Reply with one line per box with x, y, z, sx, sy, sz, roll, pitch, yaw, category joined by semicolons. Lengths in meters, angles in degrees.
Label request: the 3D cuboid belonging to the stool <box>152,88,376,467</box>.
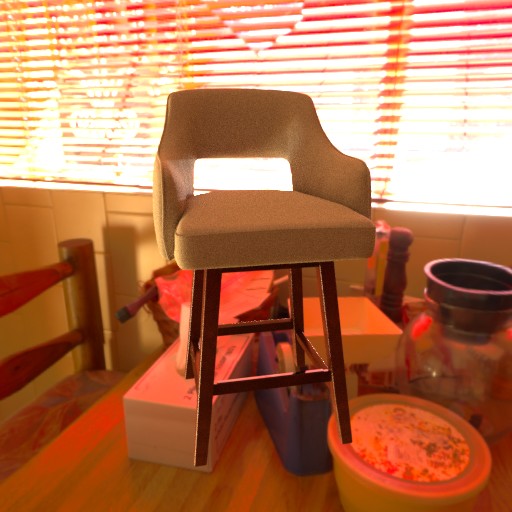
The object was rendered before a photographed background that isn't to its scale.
0.000;0.000;1.261;0.550;0.936;0.560;-3;17;-12;stool
